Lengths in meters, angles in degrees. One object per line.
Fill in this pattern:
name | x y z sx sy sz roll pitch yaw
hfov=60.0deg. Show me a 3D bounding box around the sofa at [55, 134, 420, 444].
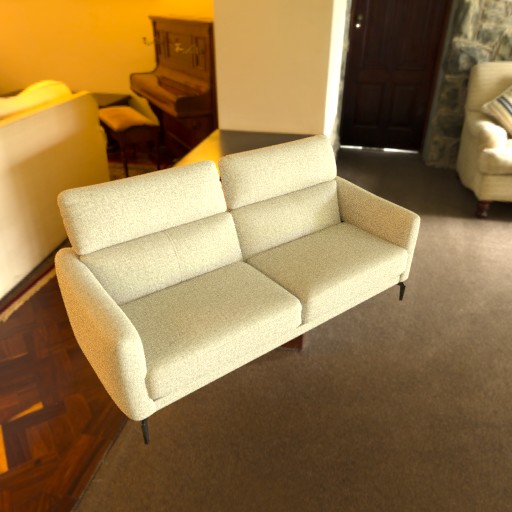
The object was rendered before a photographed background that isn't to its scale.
sofa | 0.000 0.000 2.524 2.015 0.956 0.856 -21 36 -31
